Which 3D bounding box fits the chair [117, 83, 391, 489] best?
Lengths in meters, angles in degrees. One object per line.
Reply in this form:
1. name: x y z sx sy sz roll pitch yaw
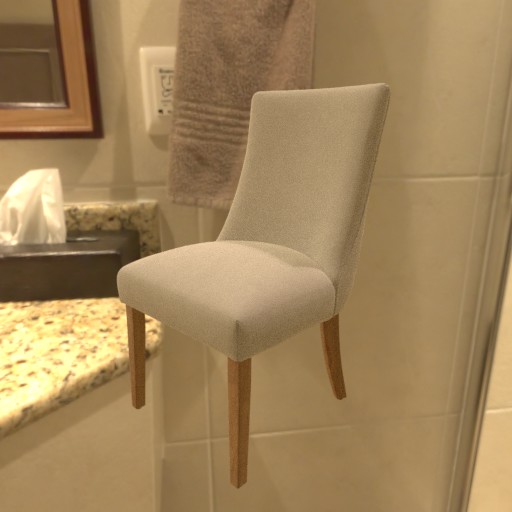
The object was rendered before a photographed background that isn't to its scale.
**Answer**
1. chair: 0.000 0.000 1.228 0.495 0.902 0.610 15 22 42
